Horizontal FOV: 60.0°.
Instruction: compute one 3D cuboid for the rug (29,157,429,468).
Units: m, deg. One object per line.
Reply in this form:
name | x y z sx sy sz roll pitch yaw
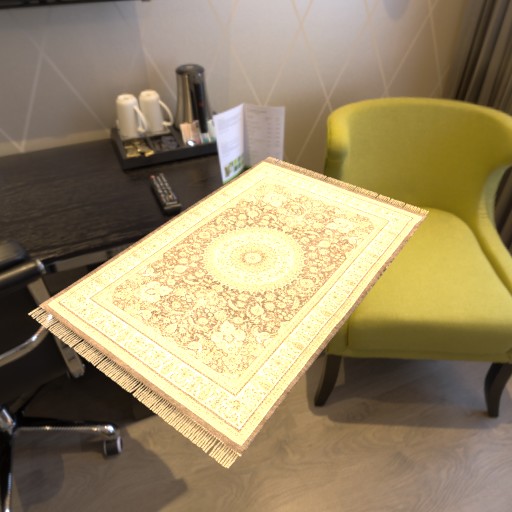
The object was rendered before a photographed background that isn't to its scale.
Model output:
rug | 0.000 0.000 4.199 2.143 0.015 3.422 25 46 27
